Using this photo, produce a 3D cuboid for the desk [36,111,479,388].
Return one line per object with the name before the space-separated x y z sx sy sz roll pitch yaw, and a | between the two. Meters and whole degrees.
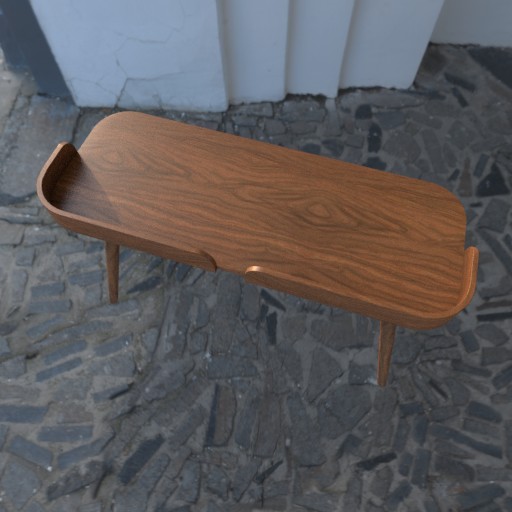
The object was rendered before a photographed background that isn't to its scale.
desk | 0.000 0.000 1.629 1.256 0.800 0.486 16 63 8
